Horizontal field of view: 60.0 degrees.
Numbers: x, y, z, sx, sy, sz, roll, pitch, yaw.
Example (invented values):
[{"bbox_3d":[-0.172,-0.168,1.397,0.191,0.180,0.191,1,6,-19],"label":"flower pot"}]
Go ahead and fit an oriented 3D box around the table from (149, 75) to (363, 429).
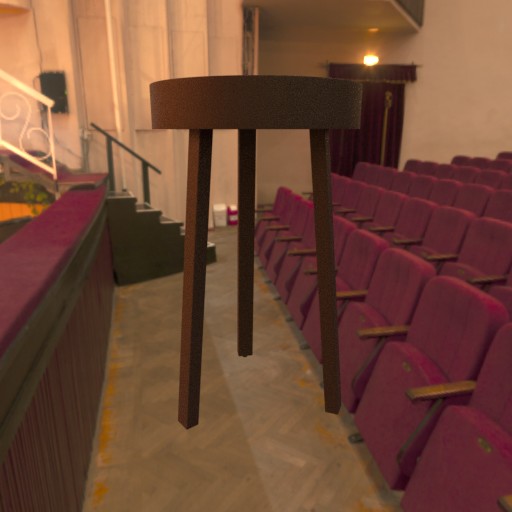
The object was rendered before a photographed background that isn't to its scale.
[{"bbox_3d":[0.000,0.000,0.961,0.406,0.686,0.406,-2,16,-8],"label":"table"}]
